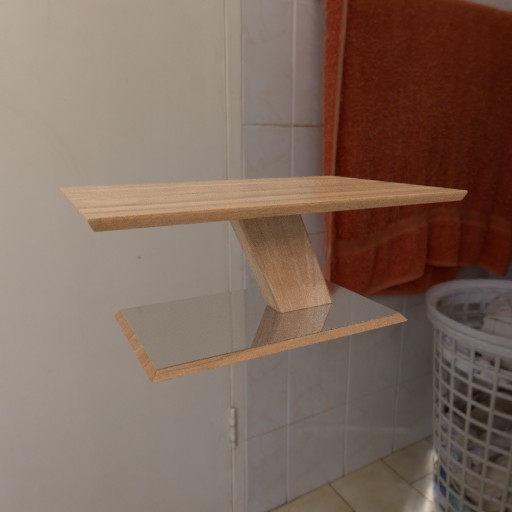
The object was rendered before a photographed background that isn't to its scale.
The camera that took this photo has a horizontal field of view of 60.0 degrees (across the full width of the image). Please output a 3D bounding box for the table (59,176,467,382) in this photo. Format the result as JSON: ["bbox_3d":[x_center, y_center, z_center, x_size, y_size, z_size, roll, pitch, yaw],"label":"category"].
[{"bbox_3d":[0.000,0.000,1.461,1.100,0.441,0.692,-7,16,-27],"label":"table"}]
